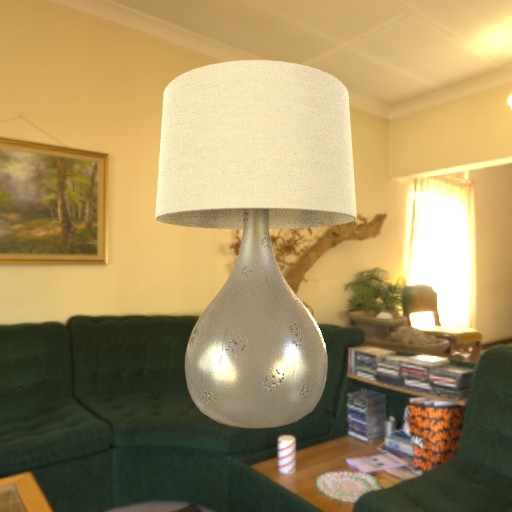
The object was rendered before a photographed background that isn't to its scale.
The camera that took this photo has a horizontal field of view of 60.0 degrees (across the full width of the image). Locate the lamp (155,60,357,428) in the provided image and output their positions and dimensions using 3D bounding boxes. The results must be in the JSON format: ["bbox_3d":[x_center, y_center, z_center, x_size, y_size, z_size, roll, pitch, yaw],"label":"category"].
[{"bbox_3d":[0.000,0.000,0.743,0.330,0.521,0.330,0,-1,0],"label":"lamp"}]
